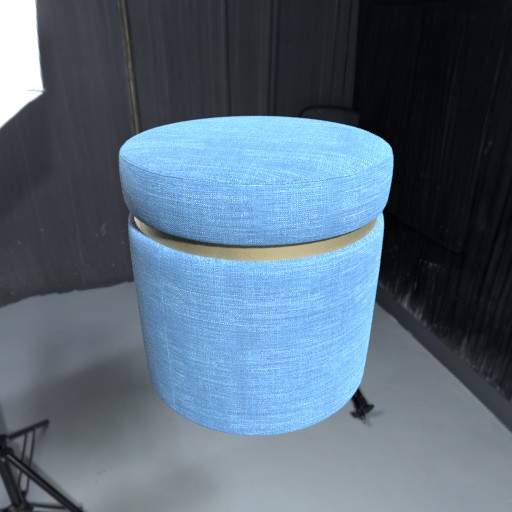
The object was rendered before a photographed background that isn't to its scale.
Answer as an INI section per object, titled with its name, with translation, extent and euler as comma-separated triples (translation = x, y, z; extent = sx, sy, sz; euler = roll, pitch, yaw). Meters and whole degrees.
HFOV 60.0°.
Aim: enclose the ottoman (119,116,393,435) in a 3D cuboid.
[ottoman]
translation = 0.000, 0.000, 0.739
extent = 0.398, 0.406, 0.398
euler = 0, 27, 0
